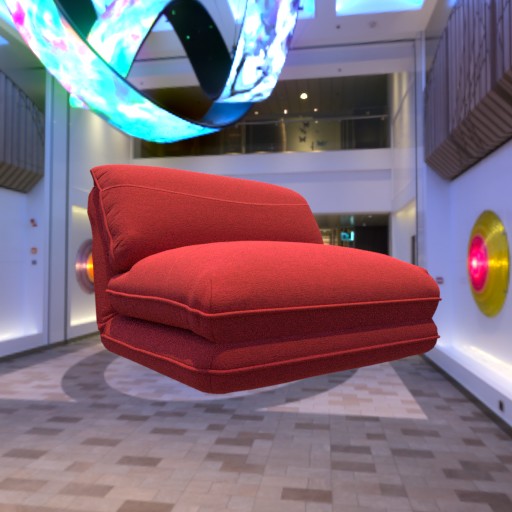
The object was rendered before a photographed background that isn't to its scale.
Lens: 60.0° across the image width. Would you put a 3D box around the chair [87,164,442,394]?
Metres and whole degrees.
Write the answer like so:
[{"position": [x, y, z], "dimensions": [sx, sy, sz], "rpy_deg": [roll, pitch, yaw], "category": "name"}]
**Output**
[{"position": [0.000, 0.000, 1.346], "dimensions": [0.820, 0.580, 0.780], "rpy_deg": [1, -2, -37], "category": "chair"}]
